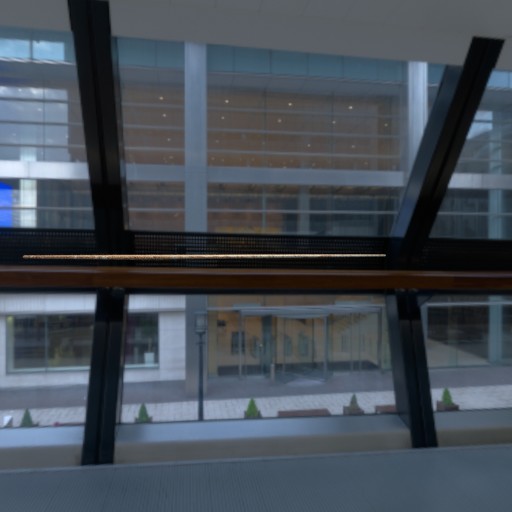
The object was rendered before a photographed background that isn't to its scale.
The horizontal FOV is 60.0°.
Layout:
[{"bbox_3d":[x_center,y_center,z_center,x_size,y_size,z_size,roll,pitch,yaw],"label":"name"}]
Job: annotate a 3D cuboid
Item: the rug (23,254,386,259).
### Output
[{"bbox_3d":[0.000,0.000,2.696,0.750,0.011,2.435,0,0,36],"label":"rug"}]
